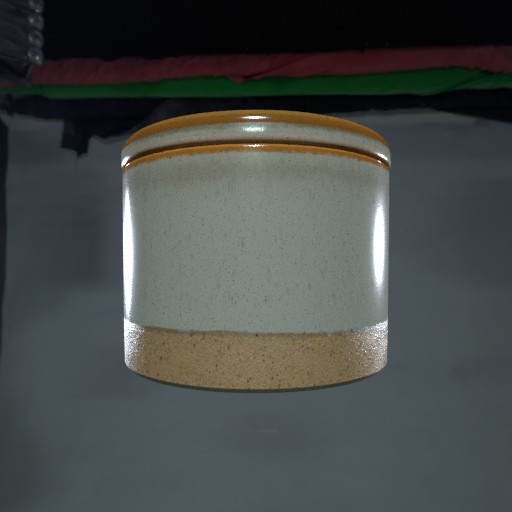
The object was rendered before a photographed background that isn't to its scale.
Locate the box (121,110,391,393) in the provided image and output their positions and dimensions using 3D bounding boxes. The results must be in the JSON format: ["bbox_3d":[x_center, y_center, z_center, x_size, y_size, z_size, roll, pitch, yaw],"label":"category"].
[{"bbox_3d":[0.000,0.000,0.211,0.123,0.100,0.123,0,-1,0],"label":"box"}]
